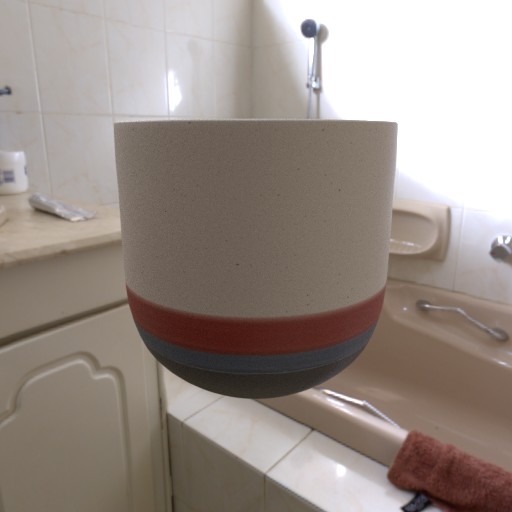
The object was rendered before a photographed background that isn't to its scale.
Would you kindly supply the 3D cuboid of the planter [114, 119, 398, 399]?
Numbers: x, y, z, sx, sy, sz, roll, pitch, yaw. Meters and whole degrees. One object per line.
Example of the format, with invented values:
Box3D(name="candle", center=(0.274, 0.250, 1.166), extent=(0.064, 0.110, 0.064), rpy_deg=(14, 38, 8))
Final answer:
Box3D(name="planter", center=(0.000, 0.000, 0.469), extent=(0.268, 0.270, 0.268), rpy_deg=(0, 16, 0))
